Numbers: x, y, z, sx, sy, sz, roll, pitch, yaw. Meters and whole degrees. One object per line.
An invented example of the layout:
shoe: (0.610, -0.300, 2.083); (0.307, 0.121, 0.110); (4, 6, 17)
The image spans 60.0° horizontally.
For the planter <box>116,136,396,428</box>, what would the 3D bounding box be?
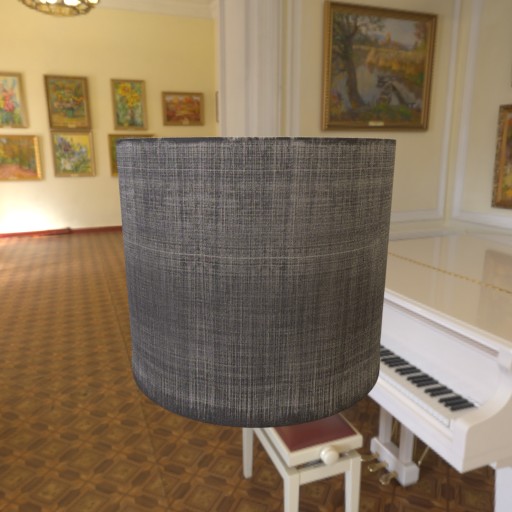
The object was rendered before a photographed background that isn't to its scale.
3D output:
planter: (0.000, 0.000, 0.312); (0.178, 0.157, 0.178); (0, 13, 0)
